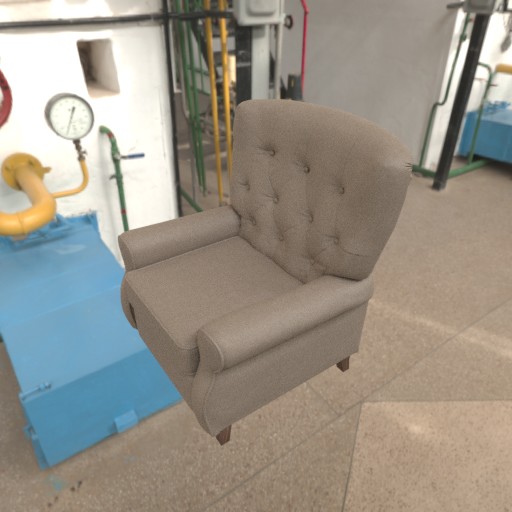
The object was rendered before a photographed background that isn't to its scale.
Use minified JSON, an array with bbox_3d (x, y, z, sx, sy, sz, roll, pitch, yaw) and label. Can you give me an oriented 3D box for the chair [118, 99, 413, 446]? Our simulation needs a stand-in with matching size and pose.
[{"bbox_3d":[0.000,0.000,1.942,1.041,1.138,0.999,-21,38,-29],"label":"chair"}]
